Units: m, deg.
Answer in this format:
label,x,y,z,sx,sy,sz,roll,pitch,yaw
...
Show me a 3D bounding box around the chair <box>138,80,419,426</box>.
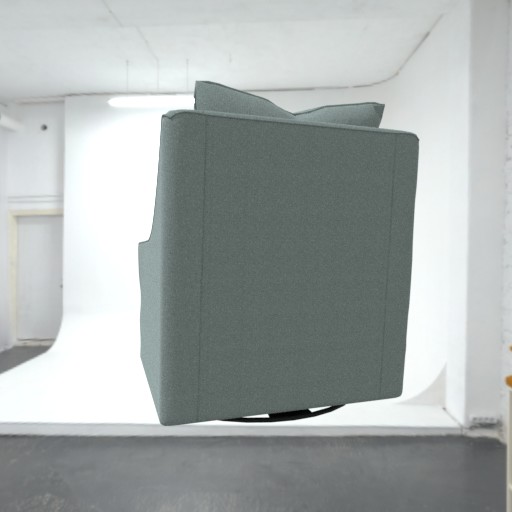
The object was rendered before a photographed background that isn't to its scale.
label,x,y,z,sx,sy,sz,roll,pitch,yaw
chair,0.000,0.000,1.579,0.760,0.926,0.870,0,1,-18
